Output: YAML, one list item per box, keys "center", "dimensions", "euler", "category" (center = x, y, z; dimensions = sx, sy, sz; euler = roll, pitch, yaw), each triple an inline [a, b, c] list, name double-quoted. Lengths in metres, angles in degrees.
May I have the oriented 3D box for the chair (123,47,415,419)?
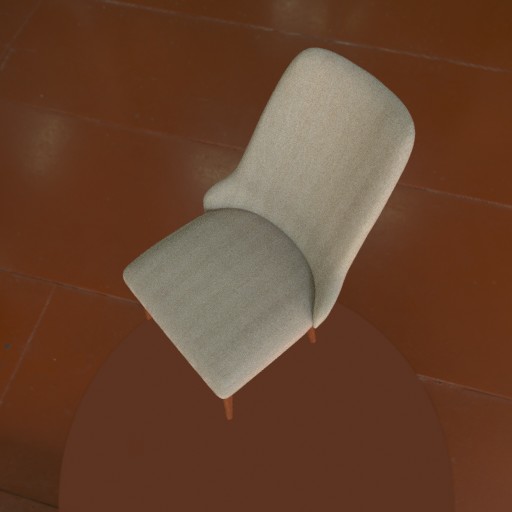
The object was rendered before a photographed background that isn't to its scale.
- center: [0.000, 0.000, 1.283]
  dimensions: [0.684, 0.917, 0.526]
  euler: [-39, 71, -16]
  category: "chair"
